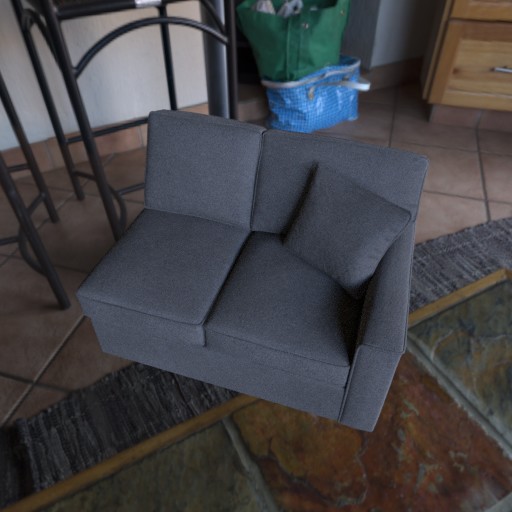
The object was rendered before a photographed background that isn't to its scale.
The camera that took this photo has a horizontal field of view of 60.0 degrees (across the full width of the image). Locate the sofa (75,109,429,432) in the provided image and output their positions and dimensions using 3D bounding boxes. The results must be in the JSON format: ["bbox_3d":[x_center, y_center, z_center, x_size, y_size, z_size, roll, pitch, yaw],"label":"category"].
[{"bbox_3d":[0.000,0.000,2.108,1.388,0.989,0.991,13,43,14],"label":"sofa"}]
